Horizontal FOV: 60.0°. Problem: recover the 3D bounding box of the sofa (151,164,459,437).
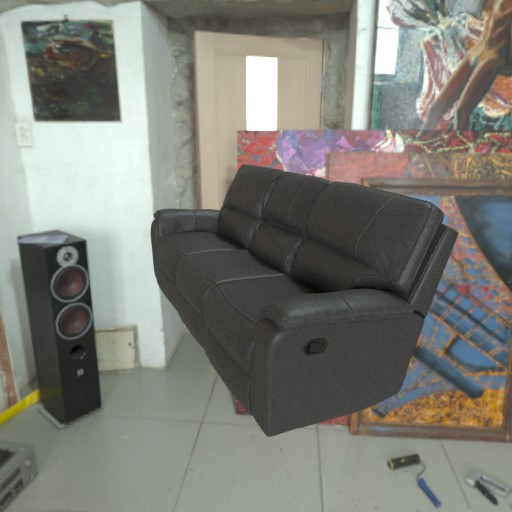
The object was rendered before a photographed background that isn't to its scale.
[{"bbox_3d":[0.000,0.000,3.198,1.104,1.134,2.627,-7,18,-23],"label":"sofa"}]
